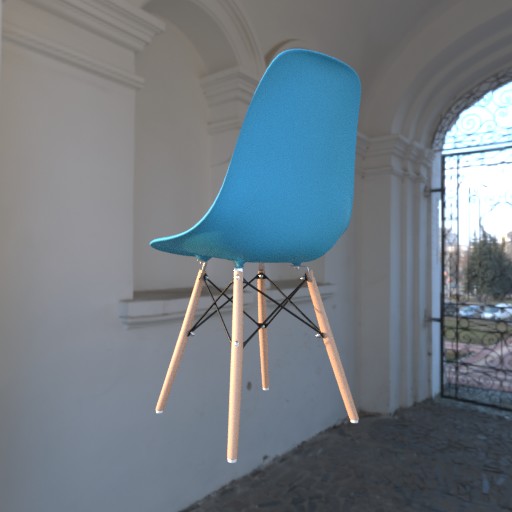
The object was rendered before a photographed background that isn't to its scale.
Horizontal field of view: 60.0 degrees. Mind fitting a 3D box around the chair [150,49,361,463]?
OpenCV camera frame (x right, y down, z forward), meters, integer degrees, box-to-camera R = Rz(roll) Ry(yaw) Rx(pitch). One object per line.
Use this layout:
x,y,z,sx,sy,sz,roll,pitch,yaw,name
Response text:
0.000,0.000,1.132,0.470,0.826,0.531,1,-1,-37,chair
